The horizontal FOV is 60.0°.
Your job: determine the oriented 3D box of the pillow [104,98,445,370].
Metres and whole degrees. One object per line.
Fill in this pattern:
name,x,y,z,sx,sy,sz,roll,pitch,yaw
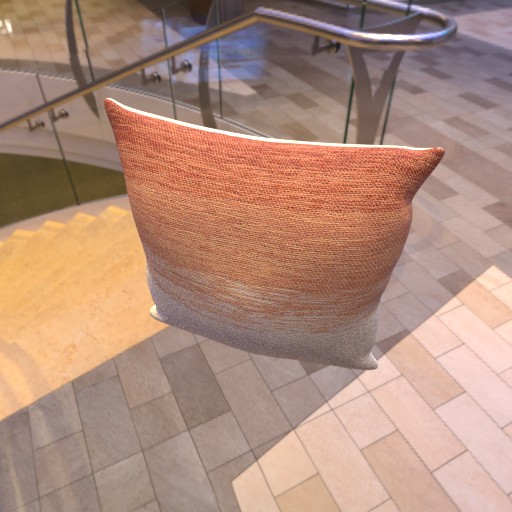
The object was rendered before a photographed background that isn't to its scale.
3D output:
pillow,0.000,0.000,0.678,0.440,0.441,0.182,12,43,13
